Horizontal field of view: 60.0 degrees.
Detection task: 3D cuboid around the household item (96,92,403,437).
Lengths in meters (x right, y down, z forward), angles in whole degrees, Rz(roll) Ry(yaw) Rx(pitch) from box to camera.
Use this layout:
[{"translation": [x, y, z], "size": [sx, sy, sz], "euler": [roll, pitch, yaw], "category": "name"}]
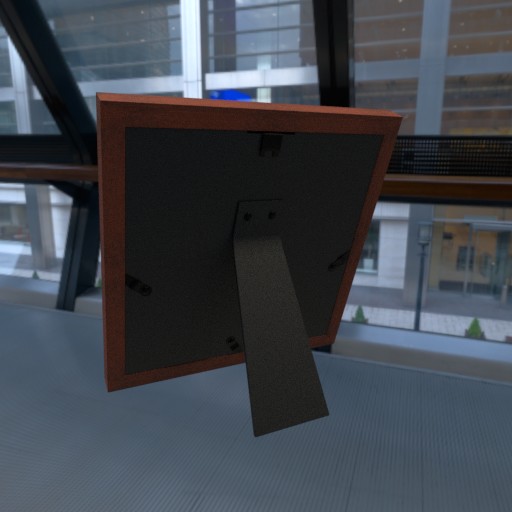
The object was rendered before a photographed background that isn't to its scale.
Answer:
[{"translation": [0.000, 0.000, 0.370], "size": [0.240, 0.240, 0.131], "euler": [-6, 14, -25], "category": "household item"}]
